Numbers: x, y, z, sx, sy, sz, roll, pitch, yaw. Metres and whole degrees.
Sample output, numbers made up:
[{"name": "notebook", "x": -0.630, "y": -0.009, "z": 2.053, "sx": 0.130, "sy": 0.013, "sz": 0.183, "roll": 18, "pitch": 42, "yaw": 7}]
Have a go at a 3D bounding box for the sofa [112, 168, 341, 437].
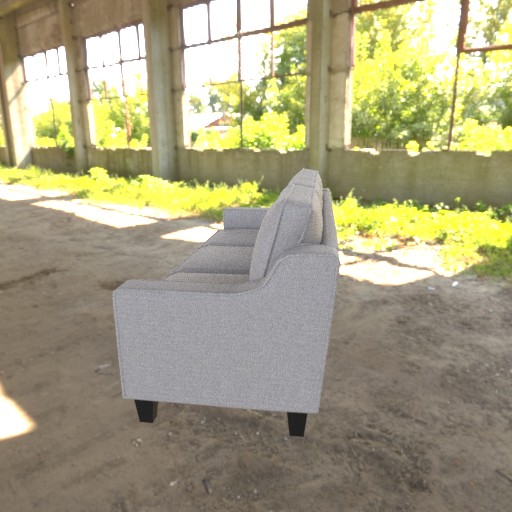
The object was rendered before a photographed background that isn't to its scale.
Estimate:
[{"name": "sofa", "x": 0.000, "y": 0.000, "z": 2.688, "sx": 0.899, "sy": 0.950, "sz": 2.129, "roll": 2, "pitch": 15, "yaw": 8}]
